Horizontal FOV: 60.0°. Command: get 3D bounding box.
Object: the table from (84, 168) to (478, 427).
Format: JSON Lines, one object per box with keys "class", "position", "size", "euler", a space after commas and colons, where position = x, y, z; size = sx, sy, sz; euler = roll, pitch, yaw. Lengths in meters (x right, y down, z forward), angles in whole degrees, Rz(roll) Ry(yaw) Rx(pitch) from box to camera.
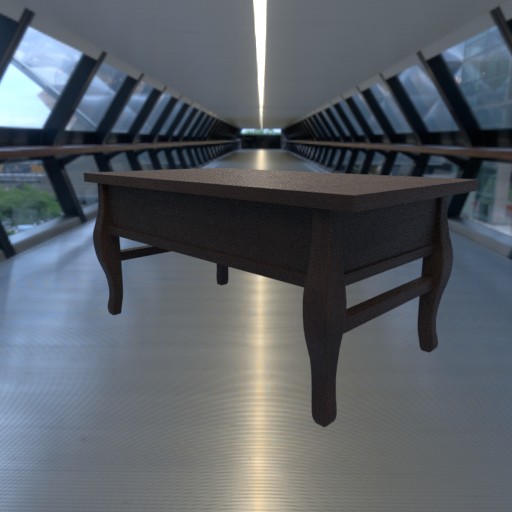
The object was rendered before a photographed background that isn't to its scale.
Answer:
{"class": "table", "position": [0.000, 0.000, 1.384], "size": [0.600, 0.494, 1.062], "euler": [-13, 19, -43]}
